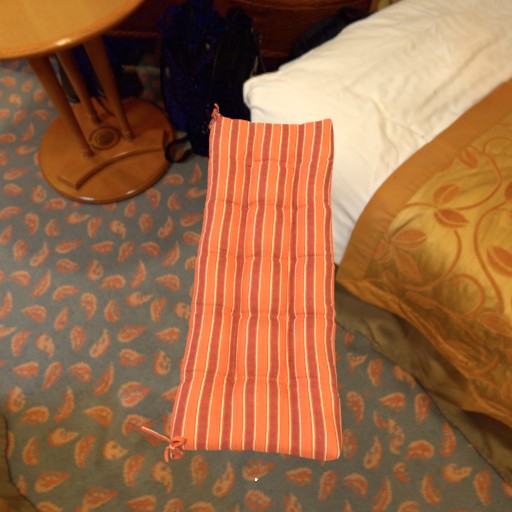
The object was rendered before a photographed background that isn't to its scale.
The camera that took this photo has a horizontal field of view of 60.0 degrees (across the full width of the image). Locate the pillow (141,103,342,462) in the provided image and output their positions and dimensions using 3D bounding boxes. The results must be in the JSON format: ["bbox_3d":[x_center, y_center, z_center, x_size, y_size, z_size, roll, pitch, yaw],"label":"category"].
[{"bbox_3d":[0.000,0.000,1.386,0.511,0.174,1.194,3,63,2],"label":"pillow"}]
